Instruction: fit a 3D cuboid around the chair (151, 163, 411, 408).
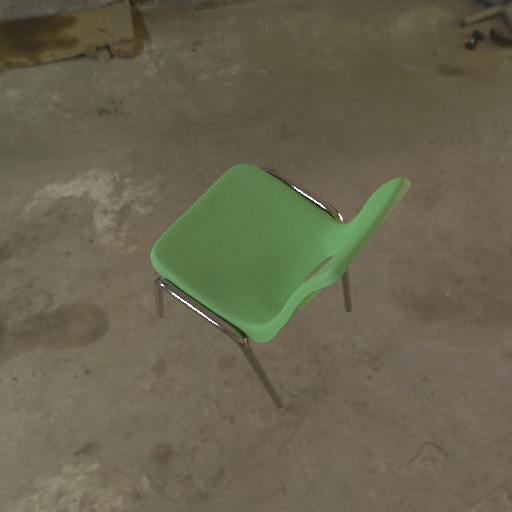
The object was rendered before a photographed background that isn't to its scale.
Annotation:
[{"bbox_3d":[0.000,0.000,0.972,0.436,0.704,0.381,35,68,16],"label":"chair"}]
